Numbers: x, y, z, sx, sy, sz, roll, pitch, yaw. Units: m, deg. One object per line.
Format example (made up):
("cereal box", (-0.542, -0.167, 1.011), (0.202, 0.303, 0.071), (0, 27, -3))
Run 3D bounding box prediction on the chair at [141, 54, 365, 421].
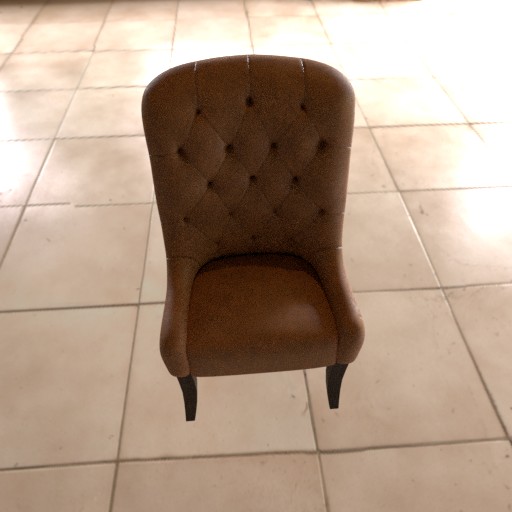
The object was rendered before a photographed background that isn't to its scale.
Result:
("chair", (0.000, 0.000, 1.478), (0.634, 1.091, 0.629), (-4, 47, -3))
